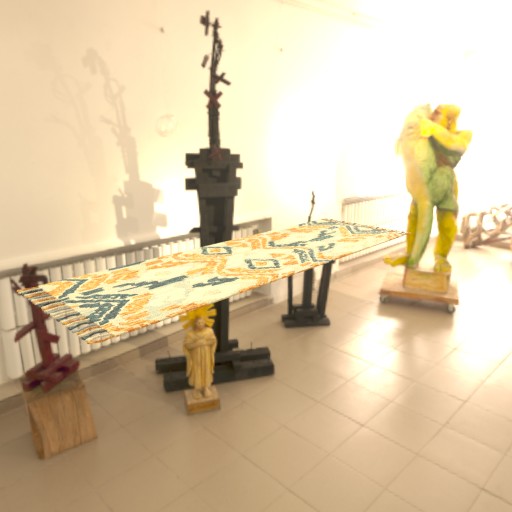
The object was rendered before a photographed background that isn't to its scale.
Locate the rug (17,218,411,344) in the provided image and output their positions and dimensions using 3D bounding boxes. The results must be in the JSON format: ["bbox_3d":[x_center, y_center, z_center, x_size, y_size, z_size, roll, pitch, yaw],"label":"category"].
[{"bbox_3d":[0.000,0.000,2.658,0.783,0.010,2.437,16,22,43],"label":"rug"}]
